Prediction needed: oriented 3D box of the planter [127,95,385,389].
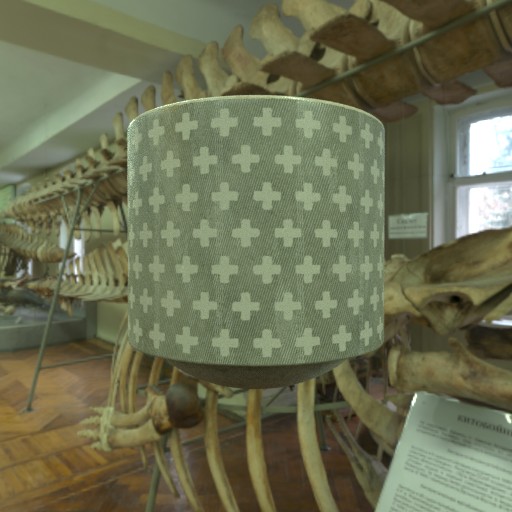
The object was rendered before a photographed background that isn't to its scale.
[{"bbox_3d":[0.000,0.000,0.342,0.190,0.181,0.190,0,1,0],"label":"planter"}]
